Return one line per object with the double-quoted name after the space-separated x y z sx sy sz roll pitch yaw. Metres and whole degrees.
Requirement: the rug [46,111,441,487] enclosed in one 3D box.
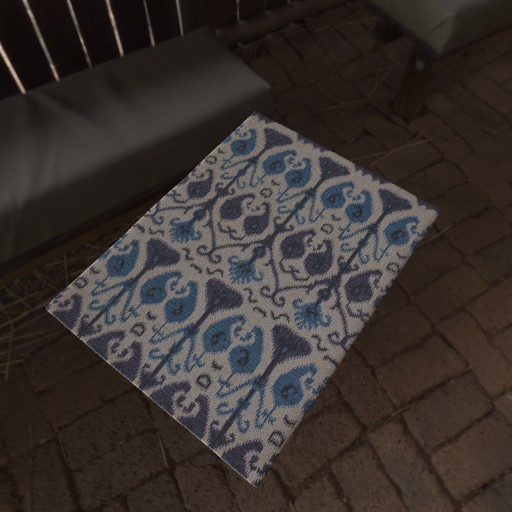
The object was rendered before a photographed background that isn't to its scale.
0.000 0.000 4.349 2.443 0.024 3.228 33 65 17 "rug"
